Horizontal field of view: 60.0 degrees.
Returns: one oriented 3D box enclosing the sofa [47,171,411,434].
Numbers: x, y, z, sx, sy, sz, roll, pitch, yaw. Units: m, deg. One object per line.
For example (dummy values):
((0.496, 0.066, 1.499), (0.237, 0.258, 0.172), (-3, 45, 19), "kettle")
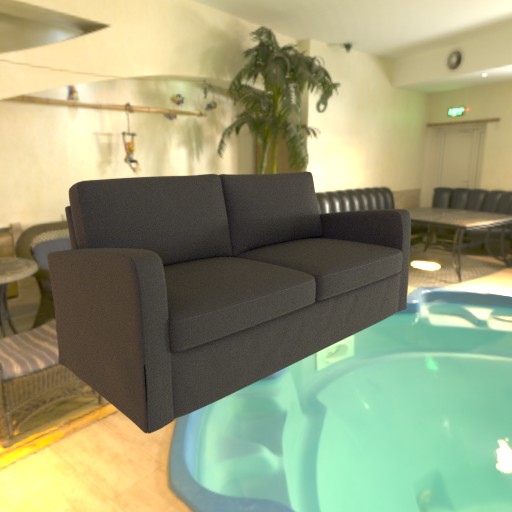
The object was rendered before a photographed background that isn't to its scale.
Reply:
((0.000, 0.000, 2.339), (1.852, 0.839, 0.898), (-12, 18, -43), "sofa")
